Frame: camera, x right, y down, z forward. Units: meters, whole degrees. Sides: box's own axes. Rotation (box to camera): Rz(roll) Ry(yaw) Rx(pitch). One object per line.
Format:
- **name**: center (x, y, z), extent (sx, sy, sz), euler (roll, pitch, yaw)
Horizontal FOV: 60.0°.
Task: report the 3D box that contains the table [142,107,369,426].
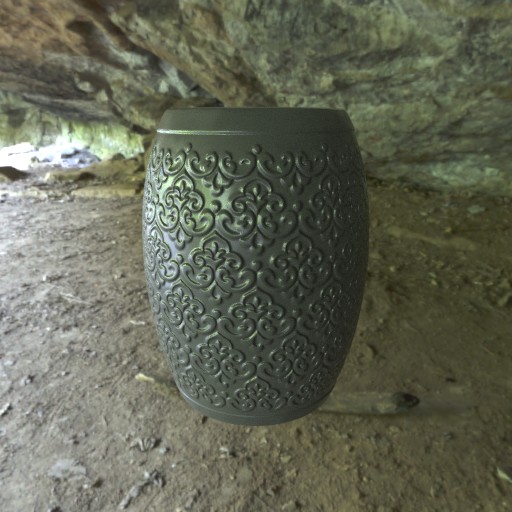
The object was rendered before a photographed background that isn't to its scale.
- **table**: center (0.000, 0.000, 0.629), extent (0.309, 0.397, 0.309), euler (0, 17, 0)
